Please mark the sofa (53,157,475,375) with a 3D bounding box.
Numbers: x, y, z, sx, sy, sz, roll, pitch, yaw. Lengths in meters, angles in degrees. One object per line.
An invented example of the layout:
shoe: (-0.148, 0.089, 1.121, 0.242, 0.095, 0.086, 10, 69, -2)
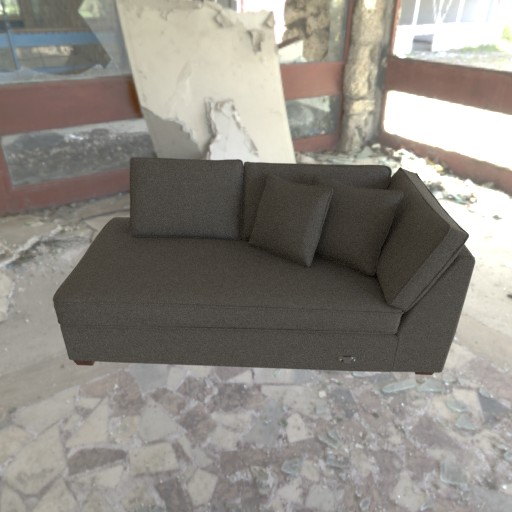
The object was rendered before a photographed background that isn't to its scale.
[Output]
sofa: (0.000, 0.000, 2.817, 2.237, 1.033, 1.110, 1, 30, 3)
